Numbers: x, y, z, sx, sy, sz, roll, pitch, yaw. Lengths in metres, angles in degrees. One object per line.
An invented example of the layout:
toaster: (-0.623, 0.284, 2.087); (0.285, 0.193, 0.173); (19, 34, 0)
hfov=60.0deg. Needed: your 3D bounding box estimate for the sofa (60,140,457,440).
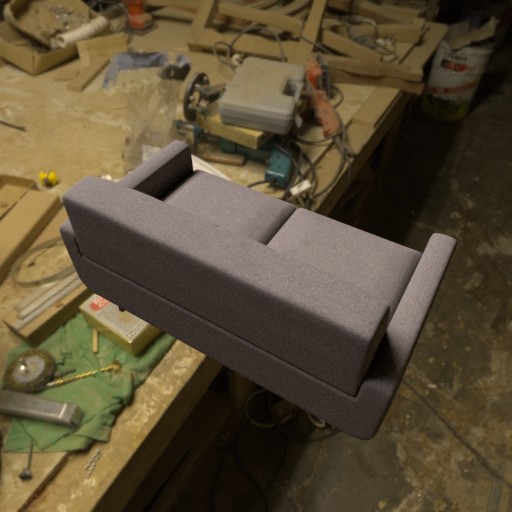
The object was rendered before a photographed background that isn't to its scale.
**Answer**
sofa: (0.000, 0.000, 2.149); (1.631, 0.841, 0.909); (24, 51, 21)
